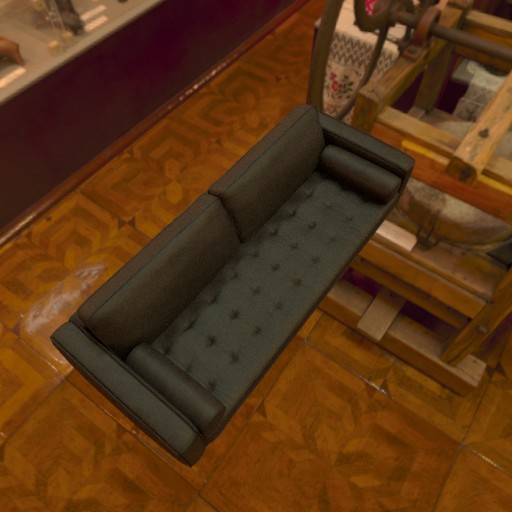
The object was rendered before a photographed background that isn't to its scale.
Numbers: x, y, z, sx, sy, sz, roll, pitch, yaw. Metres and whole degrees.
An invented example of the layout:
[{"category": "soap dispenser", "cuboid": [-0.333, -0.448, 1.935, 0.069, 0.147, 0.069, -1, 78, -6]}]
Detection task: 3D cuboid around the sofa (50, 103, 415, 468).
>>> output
[{"category": "sofa", "cuboid": [0.000, 0.000, 2.618, 0.914, 0.762, 2.210, 33, 64, 19]}]
